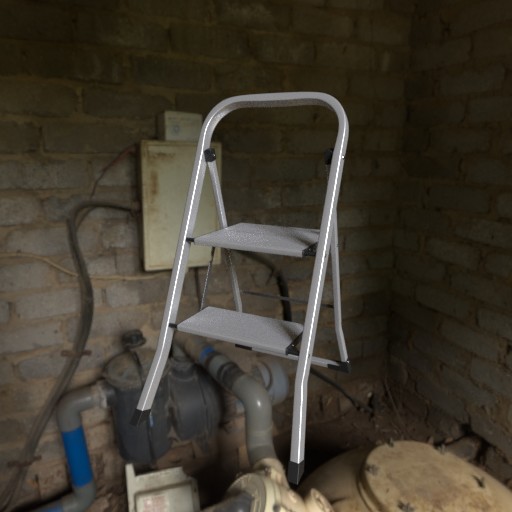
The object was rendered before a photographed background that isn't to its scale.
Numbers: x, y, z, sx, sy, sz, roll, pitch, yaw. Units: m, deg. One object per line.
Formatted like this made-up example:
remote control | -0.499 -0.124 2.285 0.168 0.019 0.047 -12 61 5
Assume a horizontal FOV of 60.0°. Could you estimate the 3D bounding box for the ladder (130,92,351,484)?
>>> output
ladder | 0.000 0.000 1.169 0.465 0.830 0.530 7 16 26
